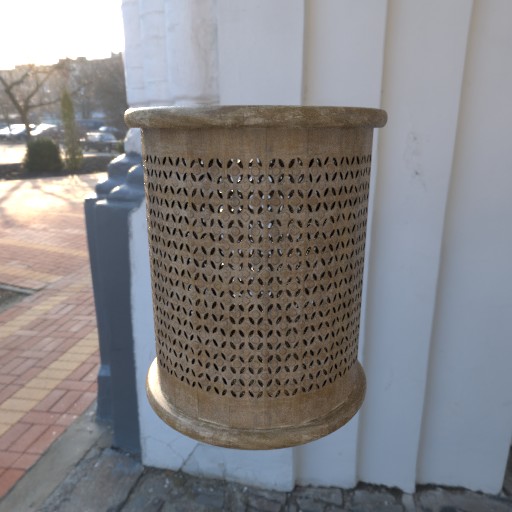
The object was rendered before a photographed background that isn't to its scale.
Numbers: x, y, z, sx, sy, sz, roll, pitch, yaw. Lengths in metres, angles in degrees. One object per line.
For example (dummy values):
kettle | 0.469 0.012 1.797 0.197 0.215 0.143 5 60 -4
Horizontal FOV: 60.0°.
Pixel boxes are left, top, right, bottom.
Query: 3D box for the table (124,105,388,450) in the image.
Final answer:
table | 0.000 0.000 0.775 0.407 0.482 0.407 0 16 0
